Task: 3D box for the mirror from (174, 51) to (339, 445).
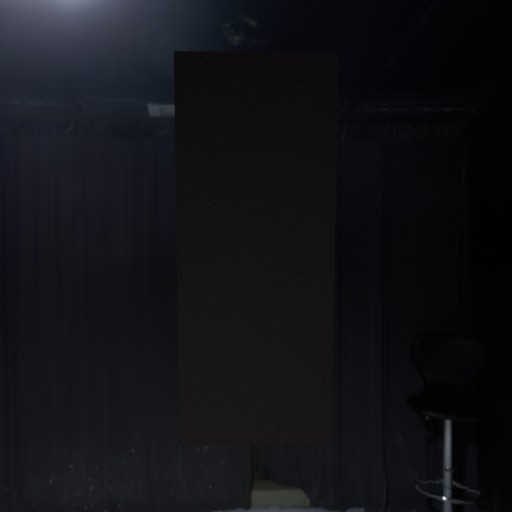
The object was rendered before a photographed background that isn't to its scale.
[{"bbox_3d":[0.000,0.000,2.295,0.812,2.020,0.221,0,0,-1],"label":"mirror"}]
